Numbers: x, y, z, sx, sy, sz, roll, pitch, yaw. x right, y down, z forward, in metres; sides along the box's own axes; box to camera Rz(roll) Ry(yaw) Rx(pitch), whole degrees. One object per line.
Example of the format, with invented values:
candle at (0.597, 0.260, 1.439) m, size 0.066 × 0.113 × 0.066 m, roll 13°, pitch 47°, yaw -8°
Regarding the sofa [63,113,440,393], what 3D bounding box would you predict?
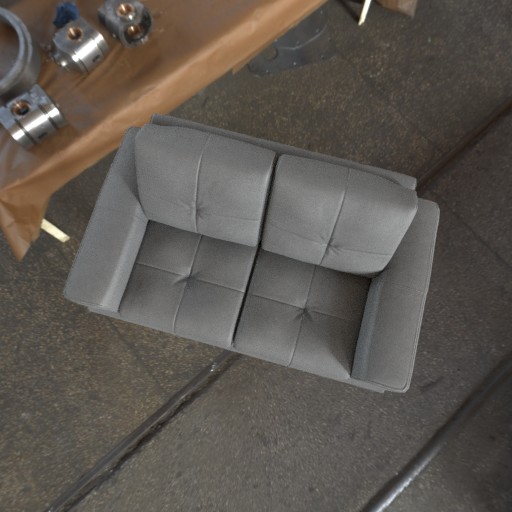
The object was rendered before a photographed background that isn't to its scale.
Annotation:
sofa at (0.000, 0.000, 2.367) m, size 1.806 × 0.907 × 1.018 m, roll 15°, pitch 77°, yaw 4°
